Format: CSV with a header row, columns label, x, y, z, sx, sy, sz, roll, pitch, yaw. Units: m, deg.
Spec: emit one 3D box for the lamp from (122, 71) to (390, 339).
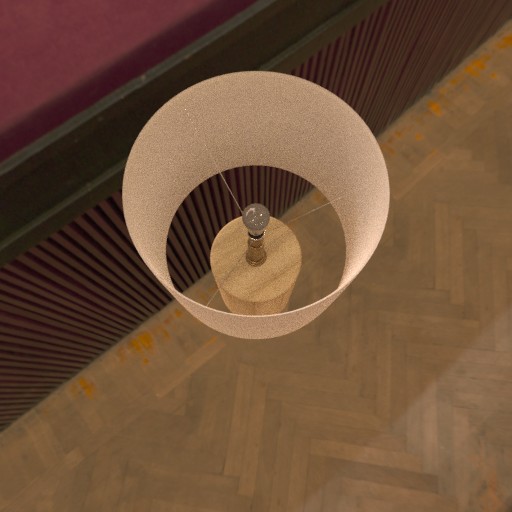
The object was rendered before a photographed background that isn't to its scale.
label,x,y,z,sx,sy,sz,roll,pitch,yaw
lamp,0.000,0.000,0.589,0.228,0.444,0.228,-36,77,-10
